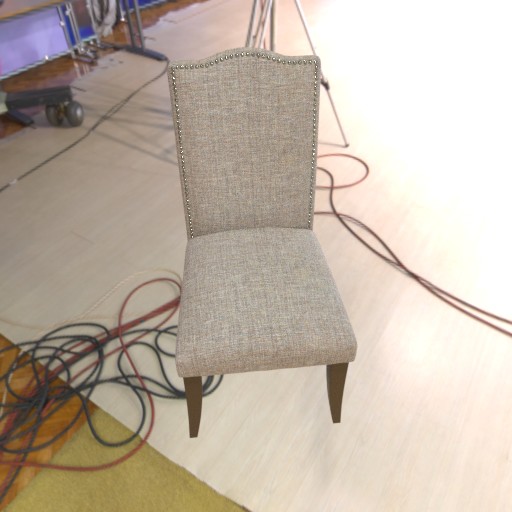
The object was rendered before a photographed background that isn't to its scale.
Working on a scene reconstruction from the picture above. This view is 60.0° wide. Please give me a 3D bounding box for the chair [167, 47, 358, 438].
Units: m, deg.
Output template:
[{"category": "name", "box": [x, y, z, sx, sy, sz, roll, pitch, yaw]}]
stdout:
[{"category": "chair", "box": [0.000, 0.000, 1.369, 0.513, 1.016, 0.660, -4, 45, -4]}]
